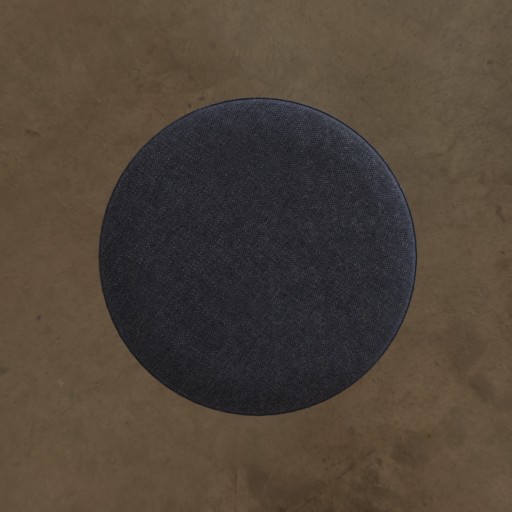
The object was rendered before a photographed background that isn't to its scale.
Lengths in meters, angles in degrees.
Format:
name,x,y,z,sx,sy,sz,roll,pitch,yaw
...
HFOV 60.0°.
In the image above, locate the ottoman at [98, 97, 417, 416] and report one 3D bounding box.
name,x,y,z,sx,sy,sz,roll,pitch,yaw
ottoman,0.000,0.000,0.898,0.520,0.430,0.520,0,91,-2
